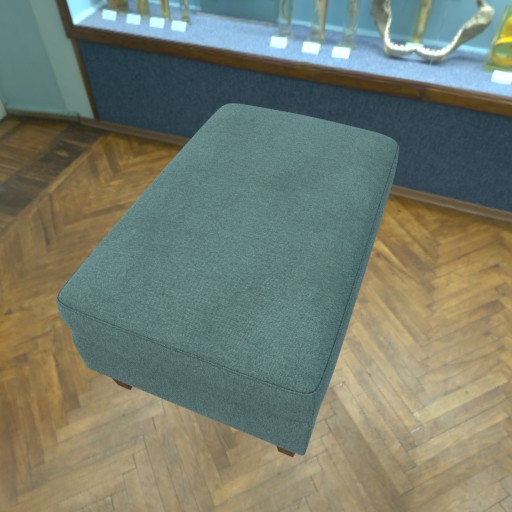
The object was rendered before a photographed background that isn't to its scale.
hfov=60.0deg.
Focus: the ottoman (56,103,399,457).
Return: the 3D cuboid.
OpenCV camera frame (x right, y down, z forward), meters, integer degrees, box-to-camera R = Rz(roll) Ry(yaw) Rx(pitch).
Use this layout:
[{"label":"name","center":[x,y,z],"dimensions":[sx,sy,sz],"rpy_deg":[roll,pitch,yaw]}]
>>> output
[{"label":"ottoman","center":[0.000,0.000,1.216],"dimensions":[0.584,0.483,0.864],"rpy_deg":[17,50,14]}]
